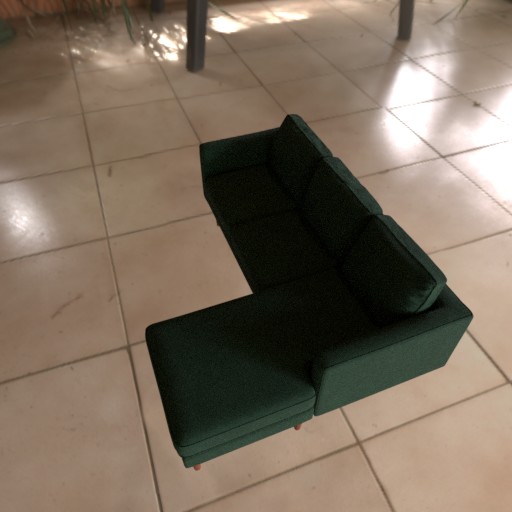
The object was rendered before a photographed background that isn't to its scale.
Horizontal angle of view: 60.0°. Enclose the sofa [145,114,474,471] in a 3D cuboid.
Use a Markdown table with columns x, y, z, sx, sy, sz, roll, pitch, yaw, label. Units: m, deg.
| x | y | z | sx | sy | sz | roll | pitch | yaw | label |
| --- | --- | --- | --- | --- | --- | --- | --- | --- | --- |
| 0.000 | 0.000 | 2.838 | 1.580 | 0.899 | 2.030 | -16 | 48 | -15 | sofa |
